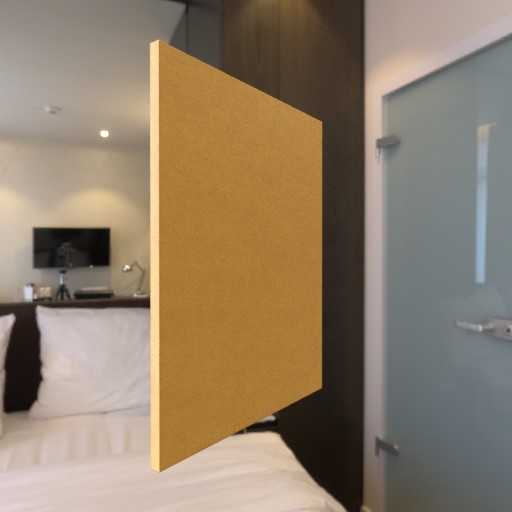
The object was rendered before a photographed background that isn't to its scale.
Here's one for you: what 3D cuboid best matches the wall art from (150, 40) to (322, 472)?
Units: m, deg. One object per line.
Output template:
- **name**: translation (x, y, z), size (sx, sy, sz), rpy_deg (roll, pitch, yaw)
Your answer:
- **wall art**: translation (0.000, 0.000, 1.356), size (0.030, 1.002, 0.798), rpy_deg (0, 1, 36)
